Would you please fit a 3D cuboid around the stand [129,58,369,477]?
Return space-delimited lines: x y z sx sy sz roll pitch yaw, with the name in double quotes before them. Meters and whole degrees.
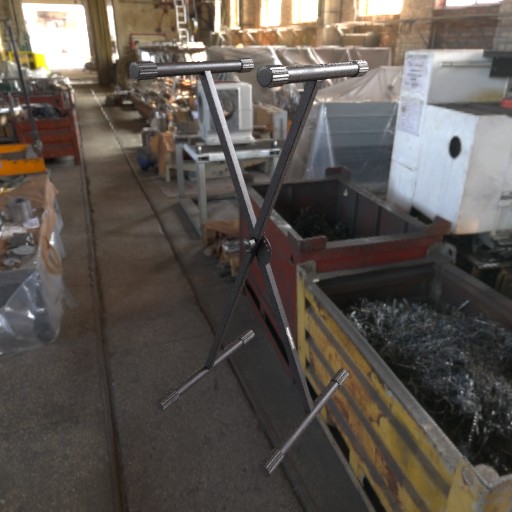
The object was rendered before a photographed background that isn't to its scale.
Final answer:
"stand" 0.000 0.000 1.166 0.409 0.940 0.449 17 30 32
